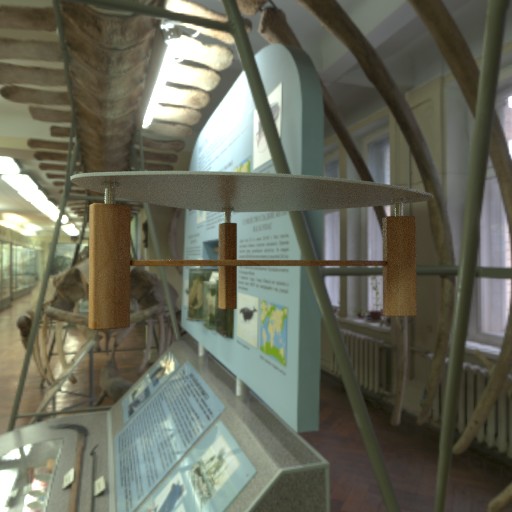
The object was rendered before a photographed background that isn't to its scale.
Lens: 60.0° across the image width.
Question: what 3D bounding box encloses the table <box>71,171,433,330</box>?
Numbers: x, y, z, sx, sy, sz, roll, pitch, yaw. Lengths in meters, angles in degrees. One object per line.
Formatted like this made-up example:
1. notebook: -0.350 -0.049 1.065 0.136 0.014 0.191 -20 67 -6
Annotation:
1. table: 0.000 0.000 1.646 1.250 0.440 0.850 0 -1 -18
